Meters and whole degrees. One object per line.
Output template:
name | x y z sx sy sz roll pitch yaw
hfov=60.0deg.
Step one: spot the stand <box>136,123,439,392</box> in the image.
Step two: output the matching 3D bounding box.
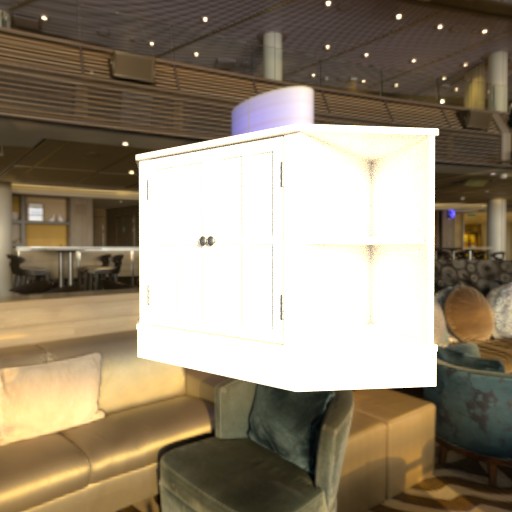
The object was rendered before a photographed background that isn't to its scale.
stand | 0.000 0.000 1.370 1.072 0.614 0.477 1 1 36
